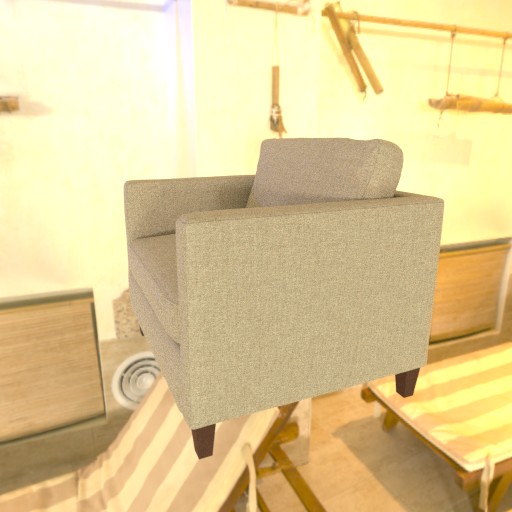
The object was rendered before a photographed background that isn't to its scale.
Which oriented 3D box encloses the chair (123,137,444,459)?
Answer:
[{"bbox_3d":[0.000,0.000,1.856,0.959,0.961,1.107,-7,17,-23],"label":"chair"}]
